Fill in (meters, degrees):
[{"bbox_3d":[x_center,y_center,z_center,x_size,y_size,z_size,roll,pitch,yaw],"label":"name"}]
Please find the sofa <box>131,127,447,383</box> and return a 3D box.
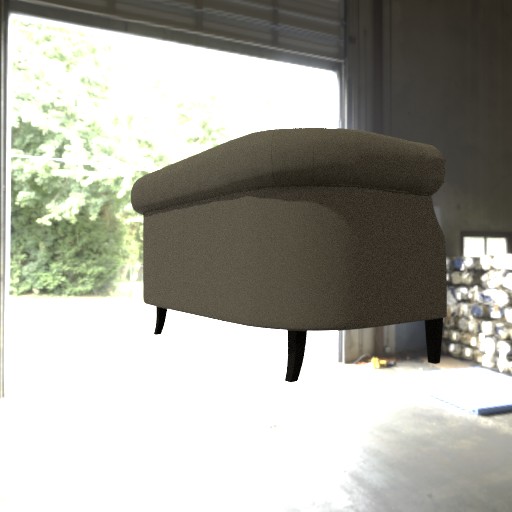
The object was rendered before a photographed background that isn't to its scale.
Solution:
[{"bbox_3d":[0.000,0.000,2.045,0.835,0.827,1.558,0,0,-36],"label":"sofa"}]
